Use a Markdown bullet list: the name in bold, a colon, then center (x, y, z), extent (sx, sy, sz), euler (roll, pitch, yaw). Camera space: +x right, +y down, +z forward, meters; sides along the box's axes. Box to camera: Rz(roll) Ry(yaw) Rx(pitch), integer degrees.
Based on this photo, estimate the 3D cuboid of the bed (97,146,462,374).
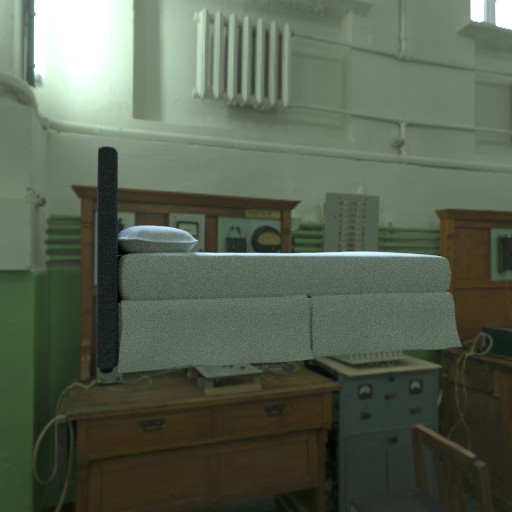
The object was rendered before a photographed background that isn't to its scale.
- **bed**: center (0.000, 0.000, 3.985), extent (2.689, 1.457, 2.161), euler (0, -1, -20)
